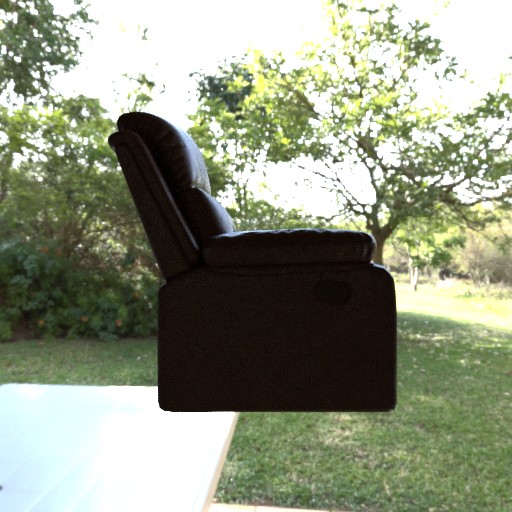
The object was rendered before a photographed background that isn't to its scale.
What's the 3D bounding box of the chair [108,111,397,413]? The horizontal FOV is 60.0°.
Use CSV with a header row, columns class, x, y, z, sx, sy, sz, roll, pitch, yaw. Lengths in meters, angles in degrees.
class,x,y,z,sx,sy,sz,roll,pitch,yaw
chair,0.000,0.000,1.687,0.919,0.992,0.855,0,0,0
